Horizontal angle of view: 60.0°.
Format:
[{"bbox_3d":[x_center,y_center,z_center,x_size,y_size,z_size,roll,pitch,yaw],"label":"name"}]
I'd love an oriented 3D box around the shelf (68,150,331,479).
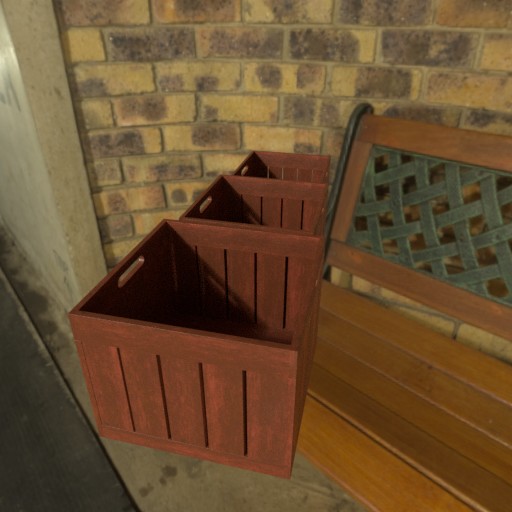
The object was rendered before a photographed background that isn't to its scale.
[{"bbox_3d":[0.000,0.000,1.233,0.393,0.311,1.064,7,30,12],"label":"shelf"}]
